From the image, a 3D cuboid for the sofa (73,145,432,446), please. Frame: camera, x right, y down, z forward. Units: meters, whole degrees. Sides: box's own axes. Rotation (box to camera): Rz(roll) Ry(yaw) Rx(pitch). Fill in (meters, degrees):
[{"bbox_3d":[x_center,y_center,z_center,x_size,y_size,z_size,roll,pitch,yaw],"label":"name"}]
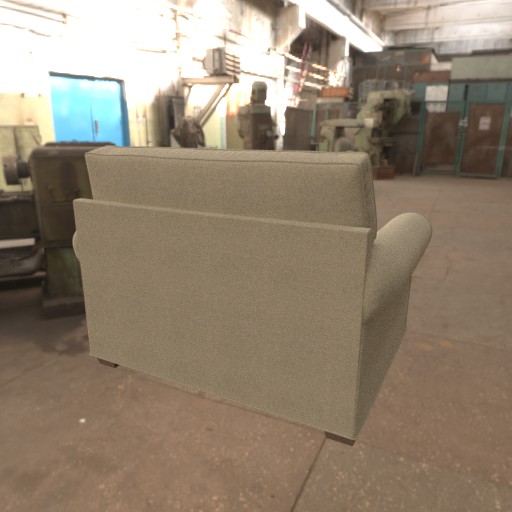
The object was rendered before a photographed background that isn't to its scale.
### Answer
[{"bbox_3d":[0.000,0.000,2.033,1.405,0.991,0.936,8,18,26],"label":"sofa"}]
